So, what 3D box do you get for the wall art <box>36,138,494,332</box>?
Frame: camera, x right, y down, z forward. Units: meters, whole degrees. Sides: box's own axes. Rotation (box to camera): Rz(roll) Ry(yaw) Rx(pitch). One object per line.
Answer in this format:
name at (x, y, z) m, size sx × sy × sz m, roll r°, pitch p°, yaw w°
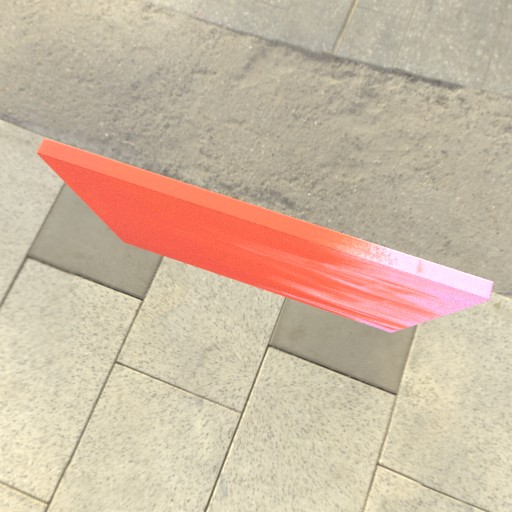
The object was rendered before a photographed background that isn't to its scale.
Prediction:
wall art at (0.000, 0.000, 1.138) m, size 0.913 × 0.609 × 0.040 m, roll 18°, pitch 75°, yaw 5°
